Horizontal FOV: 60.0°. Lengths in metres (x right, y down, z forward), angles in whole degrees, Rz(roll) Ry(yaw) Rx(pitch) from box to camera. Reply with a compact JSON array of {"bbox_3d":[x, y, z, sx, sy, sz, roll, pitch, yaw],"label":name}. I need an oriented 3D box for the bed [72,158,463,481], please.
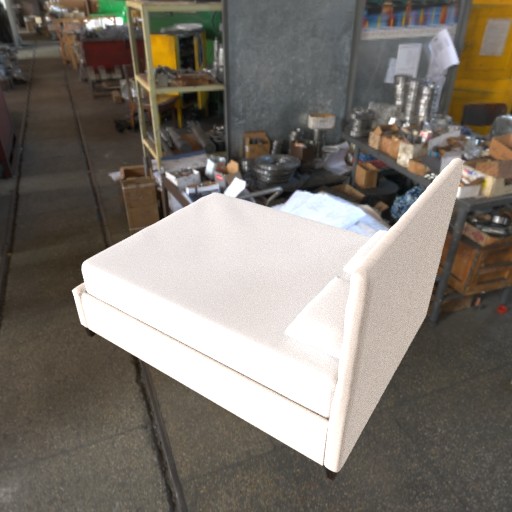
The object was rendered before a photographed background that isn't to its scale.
[{"bbox_3d":[0.000,0.000,3.244,2.233,1.426,1.696,20,37,29],"label":"bed"}]
